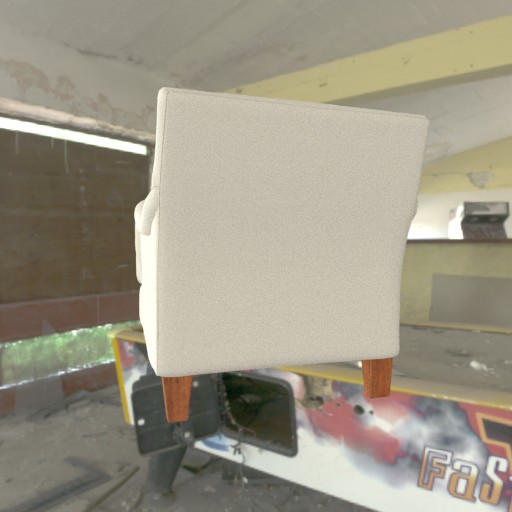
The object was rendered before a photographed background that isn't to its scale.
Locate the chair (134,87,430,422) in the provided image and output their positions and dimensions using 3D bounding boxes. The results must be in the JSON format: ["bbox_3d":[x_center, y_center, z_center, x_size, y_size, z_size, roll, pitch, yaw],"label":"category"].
[{"bbox_3d":[0.000,0.000,1.828,0.955,1.038,1.070,0,1,-18],"label":"chair"}]
